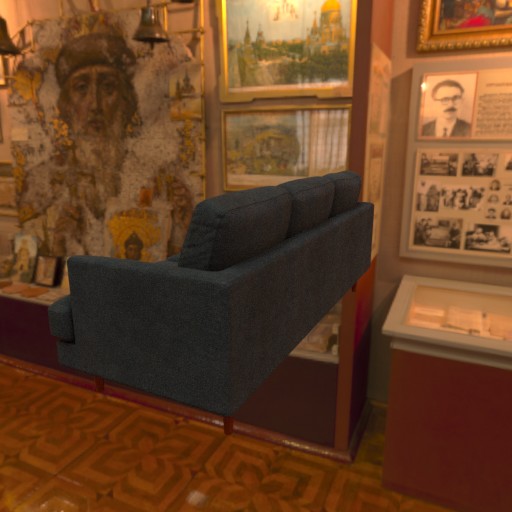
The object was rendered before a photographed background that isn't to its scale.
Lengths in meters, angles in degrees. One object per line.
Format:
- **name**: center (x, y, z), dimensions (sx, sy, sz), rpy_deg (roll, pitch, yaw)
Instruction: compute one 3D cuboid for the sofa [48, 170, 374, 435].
- **sofa**: center (0.000, 0.000, 2.645), dimensions (0.903, 0.930, 2.246), rpy_deg (7, 16, 26)
